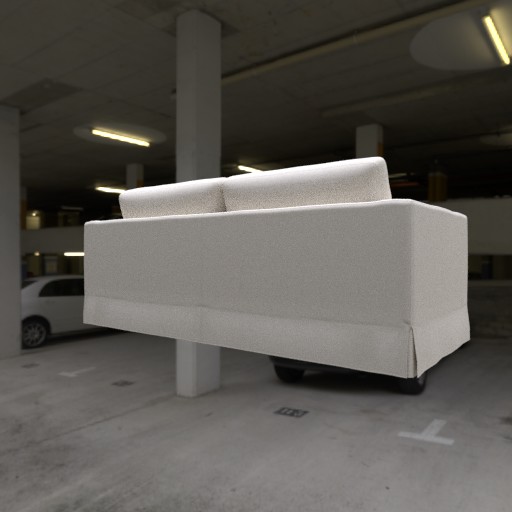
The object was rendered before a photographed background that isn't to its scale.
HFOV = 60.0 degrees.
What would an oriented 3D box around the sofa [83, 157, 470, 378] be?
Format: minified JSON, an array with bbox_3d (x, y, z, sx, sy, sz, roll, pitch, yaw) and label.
[{"bbox_3d":[0.000,0.000,2.635,2.163,0.881,0.954,0,1,37],"label":"sofa"}]
